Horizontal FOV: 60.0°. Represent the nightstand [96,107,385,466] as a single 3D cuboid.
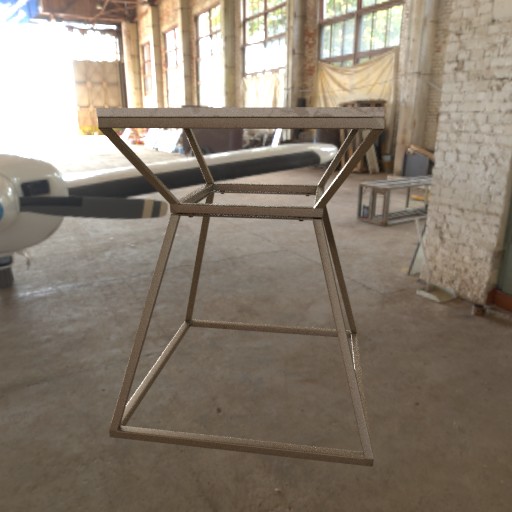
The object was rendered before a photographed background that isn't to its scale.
[{"bbox_3d":[0.000,0.000,0.882,0.455,0.554,0.455,3,18,8],"label":"nightstand"}]
